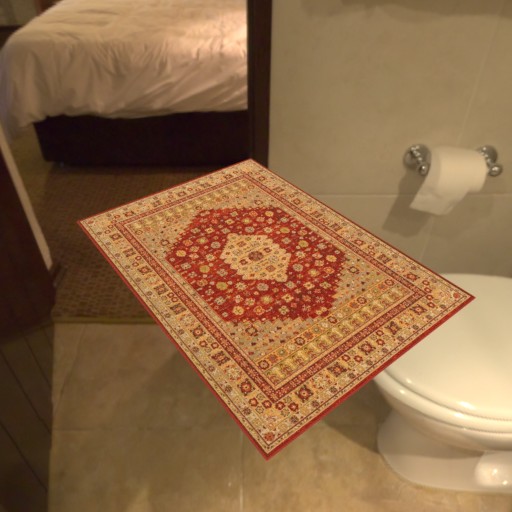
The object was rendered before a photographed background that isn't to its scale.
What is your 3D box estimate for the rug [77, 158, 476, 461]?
[{"bbox_3d":[0.000,0.000,2.932,1.593,0.013,2.211,-26,47,-28],"label":"rug"}]
